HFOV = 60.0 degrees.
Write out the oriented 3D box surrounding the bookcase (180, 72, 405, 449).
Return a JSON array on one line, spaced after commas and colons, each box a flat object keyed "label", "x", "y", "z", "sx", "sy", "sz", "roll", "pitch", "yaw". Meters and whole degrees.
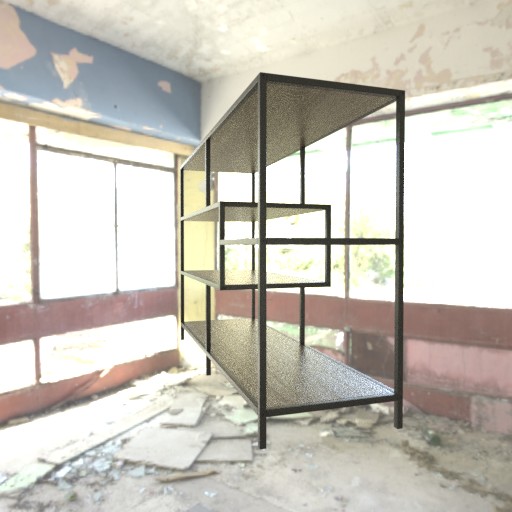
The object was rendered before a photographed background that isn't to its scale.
[{"label": "bookcase", "x": 0.000, "y": 0.000, "z": 1.509, "sx": 0.350, "sy": 0.780, "sz": 1.140, "roll": 0, "pitch": 1, "yaw": -18}]
